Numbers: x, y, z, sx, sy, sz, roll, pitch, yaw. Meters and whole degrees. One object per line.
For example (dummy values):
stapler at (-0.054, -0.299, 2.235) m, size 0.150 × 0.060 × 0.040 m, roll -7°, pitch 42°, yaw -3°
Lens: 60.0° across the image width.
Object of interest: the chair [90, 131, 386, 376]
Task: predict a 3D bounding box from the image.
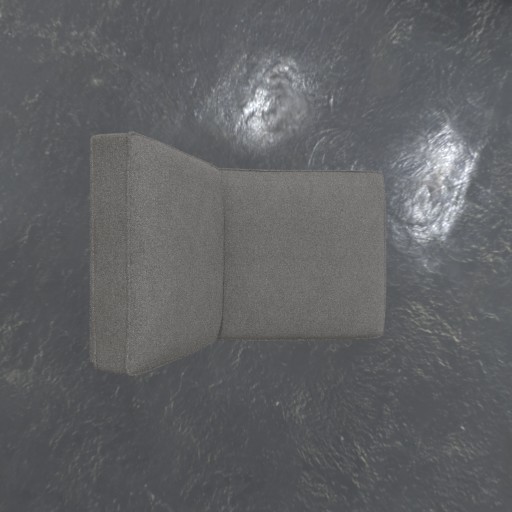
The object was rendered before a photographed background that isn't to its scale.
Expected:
chair at (0.000, 0.000, 1.555) m, size 0.938 × 0.970 × 0.621 m, roll 0°, pitch 90°, yaw -2°
